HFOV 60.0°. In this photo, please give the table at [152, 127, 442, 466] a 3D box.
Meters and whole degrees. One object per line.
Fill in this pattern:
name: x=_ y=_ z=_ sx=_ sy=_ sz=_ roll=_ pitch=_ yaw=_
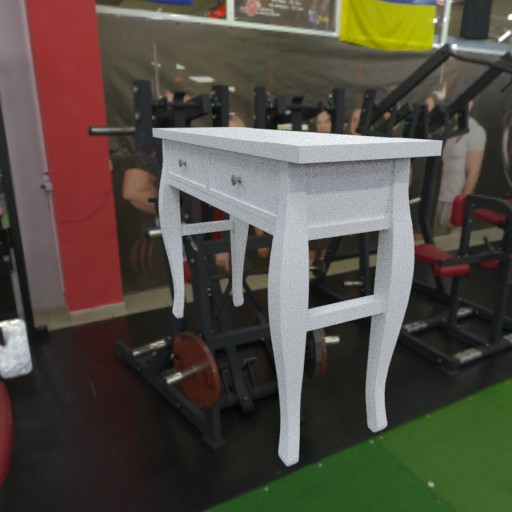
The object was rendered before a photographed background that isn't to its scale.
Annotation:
table: x=0.000 y=0.000 z=1.433 sx=0.373 sy=0.768 sz=1.062 roll=-9 pitch=20 yaw=-25
